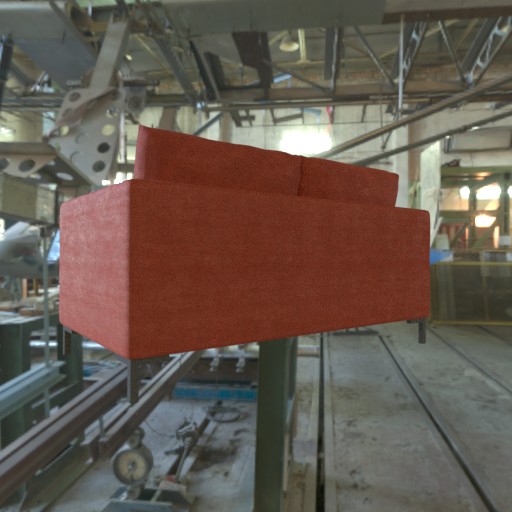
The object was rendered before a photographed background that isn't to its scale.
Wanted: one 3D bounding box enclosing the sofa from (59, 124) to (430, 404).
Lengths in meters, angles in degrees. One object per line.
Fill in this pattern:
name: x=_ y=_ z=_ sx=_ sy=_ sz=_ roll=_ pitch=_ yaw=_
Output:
sofa: x=0.000 y=0.000 z=2.092 sx=1.574 sy=0.896 sz=0.864 roll=-1 pitch=1 yaw=-37
